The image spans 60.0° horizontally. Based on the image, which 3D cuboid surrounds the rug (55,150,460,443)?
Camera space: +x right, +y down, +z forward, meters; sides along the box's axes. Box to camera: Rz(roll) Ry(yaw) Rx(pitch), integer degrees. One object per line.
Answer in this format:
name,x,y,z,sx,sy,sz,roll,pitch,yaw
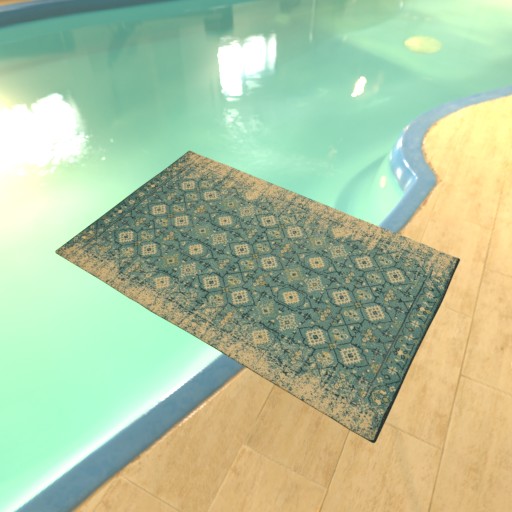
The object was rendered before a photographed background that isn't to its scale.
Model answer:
rug,0.000,0.000,3.130,2.449,0.015,1.530,26,52,22
